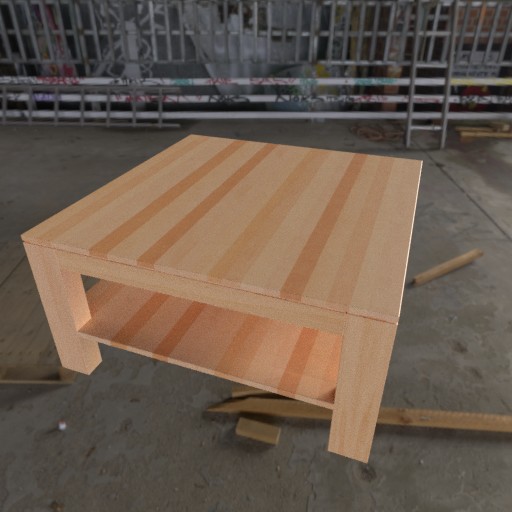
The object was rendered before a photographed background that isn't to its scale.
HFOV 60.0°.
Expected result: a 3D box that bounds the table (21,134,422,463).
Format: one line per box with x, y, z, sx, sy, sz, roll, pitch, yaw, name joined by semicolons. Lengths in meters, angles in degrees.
0.000;0.000;1.432;0.900;0.450;0.900;11;33;17;table
